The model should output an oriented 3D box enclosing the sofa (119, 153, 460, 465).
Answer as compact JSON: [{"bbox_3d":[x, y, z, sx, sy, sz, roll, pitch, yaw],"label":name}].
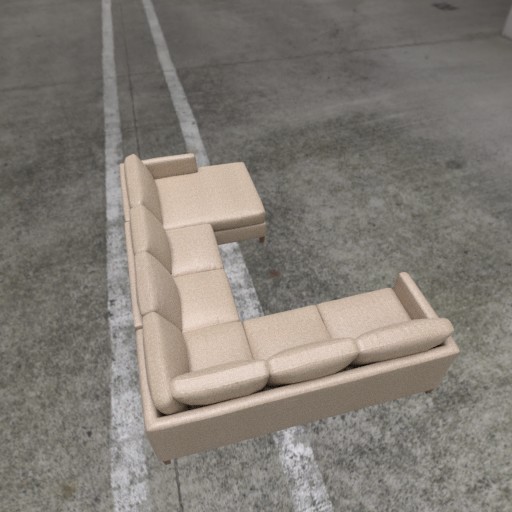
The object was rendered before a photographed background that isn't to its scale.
[{"bbox_3d":[0.000,0.000,4.710,2.594,0.961,3.460,-11,47,-10],"label":"sofa"}]
